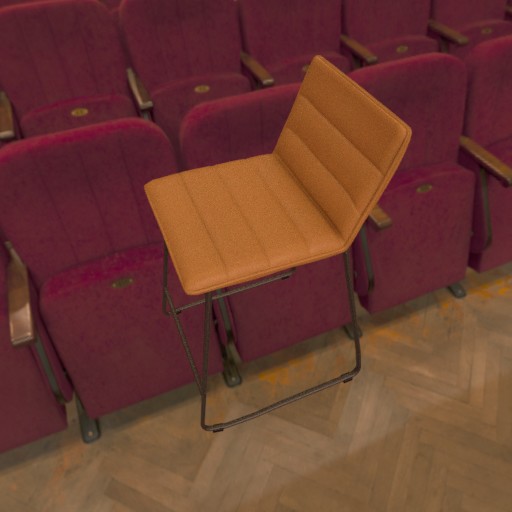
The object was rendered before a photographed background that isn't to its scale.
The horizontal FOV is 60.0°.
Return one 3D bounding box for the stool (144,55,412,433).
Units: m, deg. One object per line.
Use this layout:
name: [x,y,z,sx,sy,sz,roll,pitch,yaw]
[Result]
stool: [0.000,0.000,1.195,0.524,0.866,0.489,-17,49,-15]
